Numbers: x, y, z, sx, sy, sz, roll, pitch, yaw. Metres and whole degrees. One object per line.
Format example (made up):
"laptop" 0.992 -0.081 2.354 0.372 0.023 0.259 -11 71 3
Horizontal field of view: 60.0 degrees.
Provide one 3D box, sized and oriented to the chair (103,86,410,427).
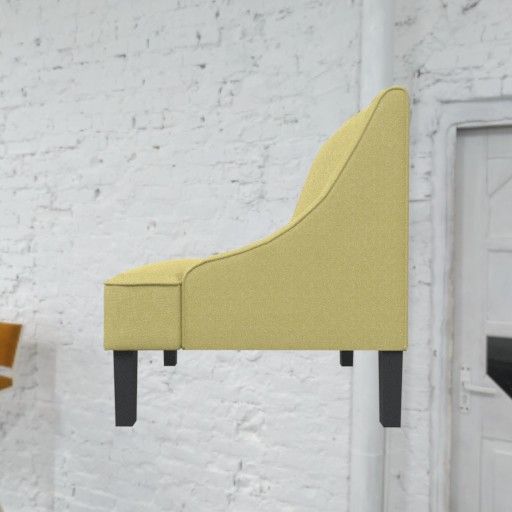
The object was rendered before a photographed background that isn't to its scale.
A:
"chair" 0.000 0.000 1.489 0.814 0.896 0.696 0 1 0
